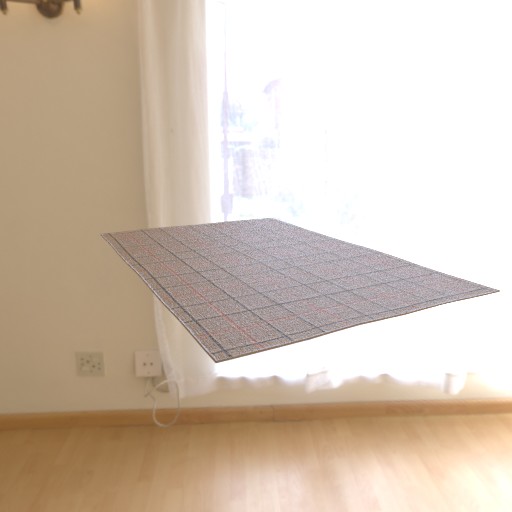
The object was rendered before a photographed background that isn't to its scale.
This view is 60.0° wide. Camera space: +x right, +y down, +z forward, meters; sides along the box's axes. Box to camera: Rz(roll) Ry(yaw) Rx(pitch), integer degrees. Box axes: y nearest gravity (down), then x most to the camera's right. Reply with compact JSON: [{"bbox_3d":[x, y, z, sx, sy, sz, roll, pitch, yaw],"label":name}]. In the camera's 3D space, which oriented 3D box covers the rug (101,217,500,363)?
[{"bbox_3d":[0.000,0.000,2.256,1.220,0.013,1.829,-8,17,-27],"label":"rug"}]
